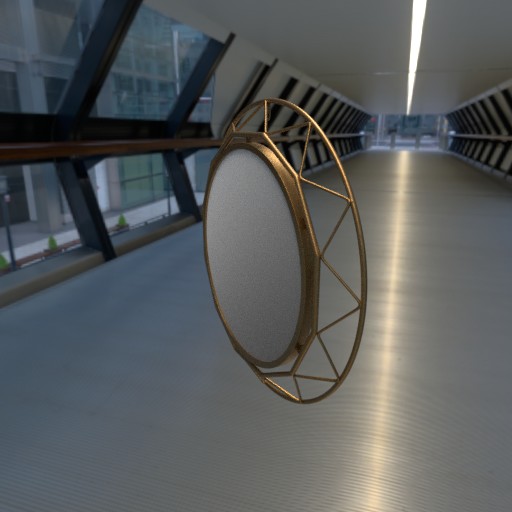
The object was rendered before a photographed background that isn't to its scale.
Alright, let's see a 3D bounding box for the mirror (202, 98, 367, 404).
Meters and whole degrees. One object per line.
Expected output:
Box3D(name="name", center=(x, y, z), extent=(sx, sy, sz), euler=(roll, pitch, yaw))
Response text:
Box3D(name="mirror", center=(0.000, 0.000, 0.675), extent=(0.043, 0.454, 0.454), euler=(-8, 18, -26))
